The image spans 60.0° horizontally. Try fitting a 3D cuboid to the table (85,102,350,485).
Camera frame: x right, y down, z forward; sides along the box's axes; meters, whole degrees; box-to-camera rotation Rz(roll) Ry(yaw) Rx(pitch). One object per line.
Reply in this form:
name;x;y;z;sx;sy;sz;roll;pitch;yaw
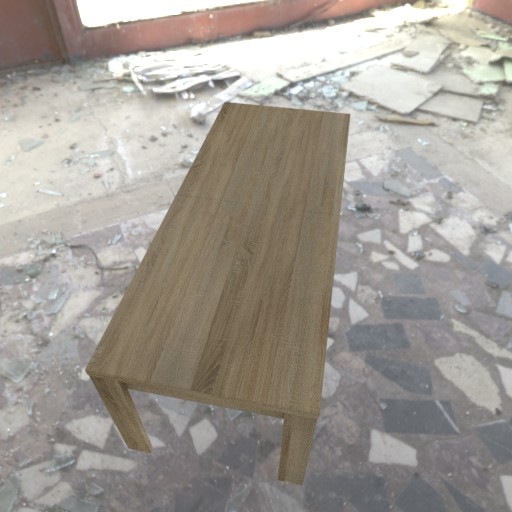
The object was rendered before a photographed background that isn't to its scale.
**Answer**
table;0.000;0.000;2.671;0.900;0.790;2.200;8;46;8
